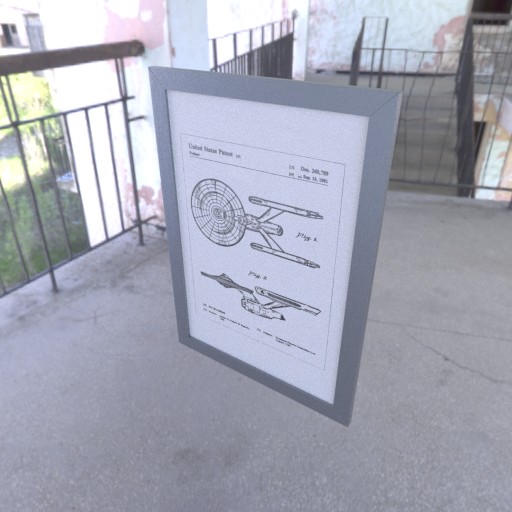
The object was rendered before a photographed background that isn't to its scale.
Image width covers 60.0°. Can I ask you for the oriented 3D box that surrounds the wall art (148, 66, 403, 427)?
[{"bbox_3d":[0.000,0.000,0.699,0.376,0.529,0.013,19,35,29],"label":"wall art"}]
